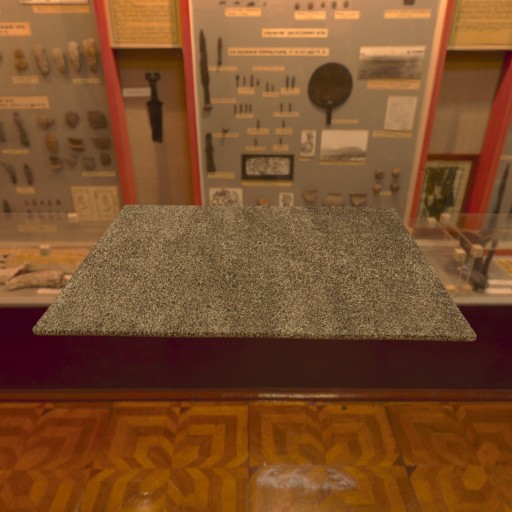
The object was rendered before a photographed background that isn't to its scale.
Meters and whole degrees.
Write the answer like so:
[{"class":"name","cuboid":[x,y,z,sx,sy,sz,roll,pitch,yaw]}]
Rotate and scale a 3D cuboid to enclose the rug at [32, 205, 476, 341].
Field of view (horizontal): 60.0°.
[{"class":"rug","cuboid":[0.000,0.000,2.118,1.601,0.025,1.198,1,29,1]}]
